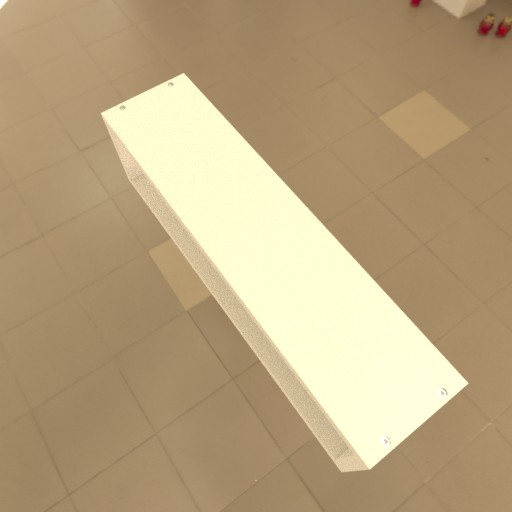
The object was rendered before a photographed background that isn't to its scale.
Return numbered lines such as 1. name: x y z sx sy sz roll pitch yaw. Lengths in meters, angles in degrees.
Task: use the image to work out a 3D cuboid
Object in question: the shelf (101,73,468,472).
1. shelf: 0.000 0.000 0.666 0.150 0.170 0.610 -33 68 -15
